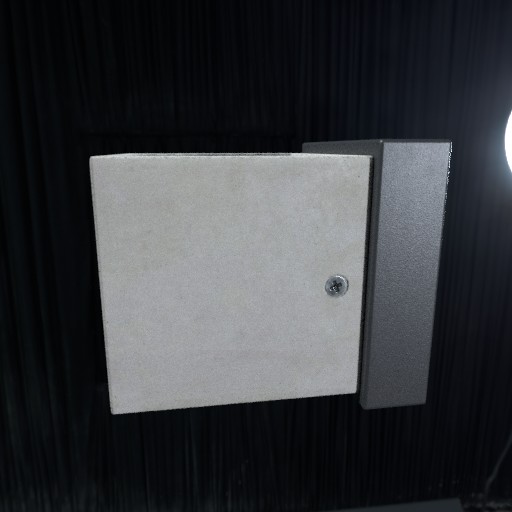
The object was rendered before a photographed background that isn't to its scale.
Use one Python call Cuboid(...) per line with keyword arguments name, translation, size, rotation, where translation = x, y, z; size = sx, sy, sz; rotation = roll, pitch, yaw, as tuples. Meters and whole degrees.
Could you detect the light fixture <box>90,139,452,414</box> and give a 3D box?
Cuboid(name="light fixture", translation=(0.000, 0.000, 0.240), size=(0.143, 0.121, 0.121), rotation=(-2, 14, -9))
